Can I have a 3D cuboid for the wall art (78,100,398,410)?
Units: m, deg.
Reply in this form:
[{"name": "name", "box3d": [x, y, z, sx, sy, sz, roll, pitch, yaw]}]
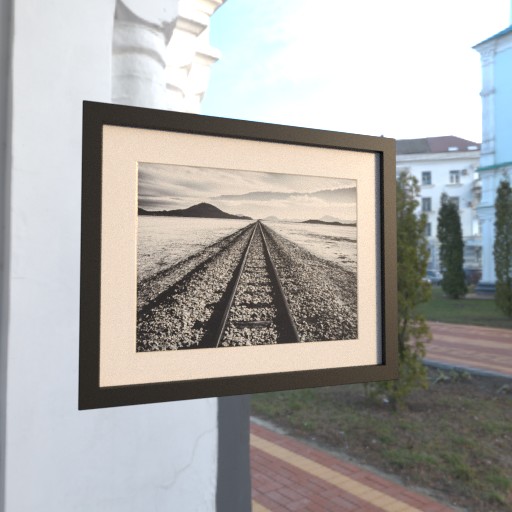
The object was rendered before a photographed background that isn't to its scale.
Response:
[{"name": "wall art", "box3d": [0.000, 0.000, 0.760, 0.559, 0.458, 0.029, 1, -2, -20]}]
